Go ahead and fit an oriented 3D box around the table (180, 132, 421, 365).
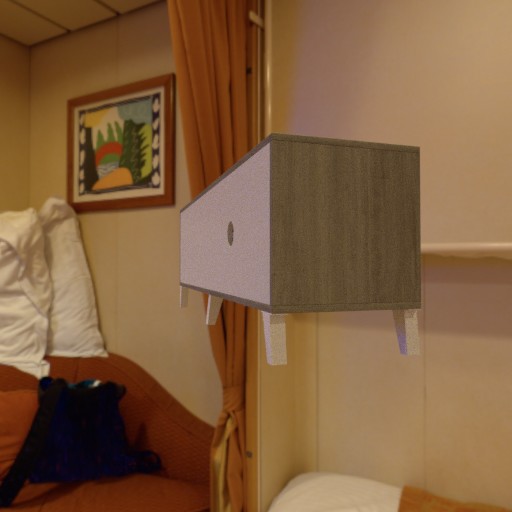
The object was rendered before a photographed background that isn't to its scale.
[{"bbox_3d":[0.000,0.000,1.777,0.400,0.530,1.500,0,-1,-18],"label":"table"}]
